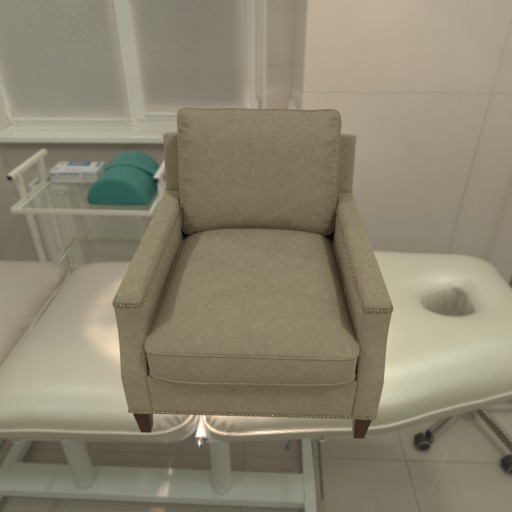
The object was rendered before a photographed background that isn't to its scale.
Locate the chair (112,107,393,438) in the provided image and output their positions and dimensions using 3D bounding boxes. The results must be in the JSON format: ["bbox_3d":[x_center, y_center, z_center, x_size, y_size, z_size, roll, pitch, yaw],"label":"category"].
[{"bbox_3d":[0.000,0.000,1.720,0.853,0.943,1.014,1,32,2],"label":"chair"}]
